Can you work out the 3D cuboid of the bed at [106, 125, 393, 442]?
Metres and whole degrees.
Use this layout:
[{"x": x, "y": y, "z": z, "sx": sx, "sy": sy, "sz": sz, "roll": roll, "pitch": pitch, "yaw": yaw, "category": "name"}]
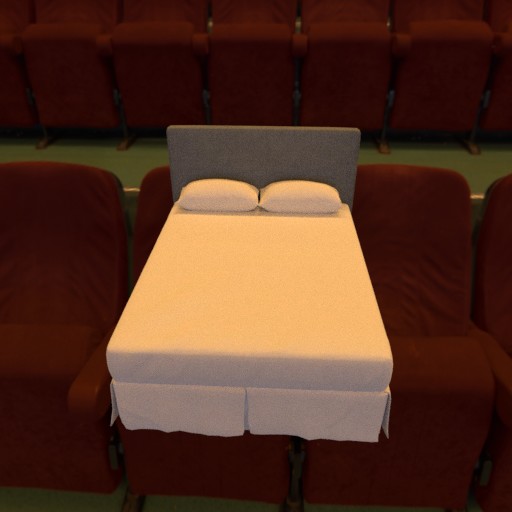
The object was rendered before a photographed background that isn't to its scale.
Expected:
[{"x": 0.000, "y": 0.000, "z": 3.251, "sx": 1.713, "sy": 1.330, "sz": 2.142, "roll": 1, "pitch": 32, "yaw": 2, "category": "bed"}]
